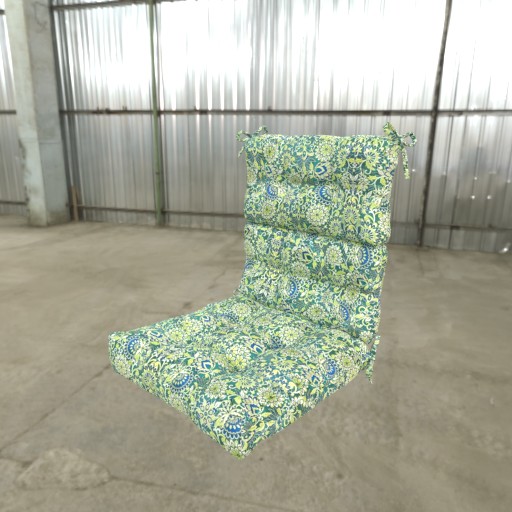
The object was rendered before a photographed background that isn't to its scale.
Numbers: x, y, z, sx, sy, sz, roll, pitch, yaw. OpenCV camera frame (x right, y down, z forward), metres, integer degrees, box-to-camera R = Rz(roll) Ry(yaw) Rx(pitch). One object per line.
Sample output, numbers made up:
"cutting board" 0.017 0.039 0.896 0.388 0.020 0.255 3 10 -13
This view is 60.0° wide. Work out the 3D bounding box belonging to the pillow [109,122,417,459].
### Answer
"pillow" 0.000 0.000 1.046 0.519 0.605 0.571 15 21 42
